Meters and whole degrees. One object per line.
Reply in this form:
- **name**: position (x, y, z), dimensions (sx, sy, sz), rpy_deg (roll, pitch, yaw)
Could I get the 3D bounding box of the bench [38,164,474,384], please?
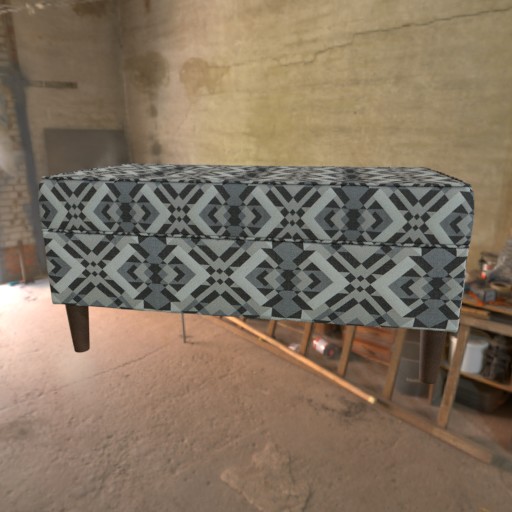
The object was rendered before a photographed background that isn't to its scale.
- **bench**: position (0.000, 0.000, 1.266), dimensions (1.016, 0.477, 0.492), rpy_deg (3, 16, 10)
